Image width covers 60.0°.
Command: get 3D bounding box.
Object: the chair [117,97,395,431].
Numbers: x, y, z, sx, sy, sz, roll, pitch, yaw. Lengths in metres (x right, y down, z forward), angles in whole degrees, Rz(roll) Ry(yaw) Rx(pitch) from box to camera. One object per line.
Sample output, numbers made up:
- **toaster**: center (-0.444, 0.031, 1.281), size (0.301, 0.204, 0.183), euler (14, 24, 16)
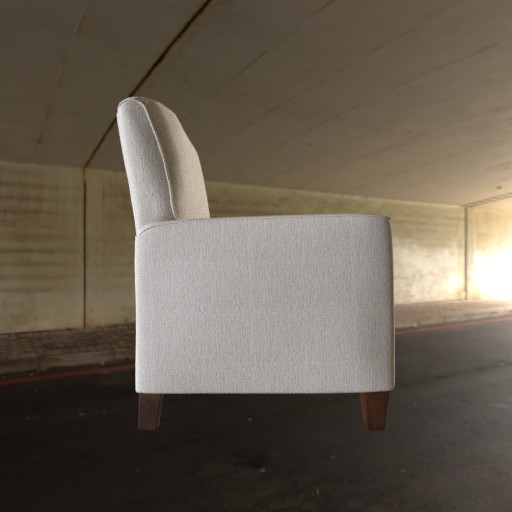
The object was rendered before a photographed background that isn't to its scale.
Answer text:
- **chair**: center (0.000, 0.000, 1.670), size (0.858, 1.028, 0.841), euler (0, -1, 0)
